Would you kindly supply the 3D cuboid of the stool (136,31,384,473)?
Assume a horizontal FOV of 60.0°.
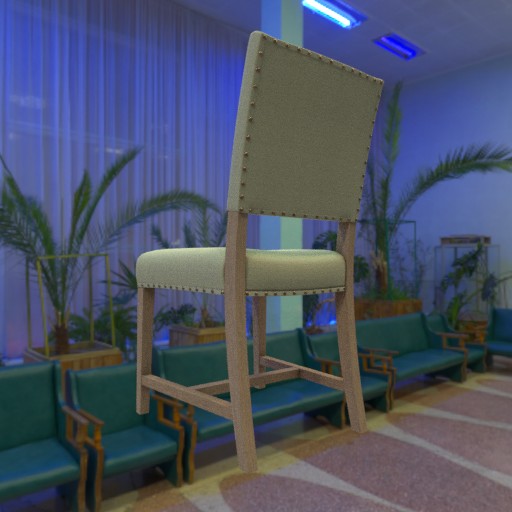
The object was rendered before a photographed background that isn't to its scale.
[{"bbox_3d":[0.000,0.000,1.321,0.508,0.986,0.623,1,-1,-37],"label":"stool"}]
